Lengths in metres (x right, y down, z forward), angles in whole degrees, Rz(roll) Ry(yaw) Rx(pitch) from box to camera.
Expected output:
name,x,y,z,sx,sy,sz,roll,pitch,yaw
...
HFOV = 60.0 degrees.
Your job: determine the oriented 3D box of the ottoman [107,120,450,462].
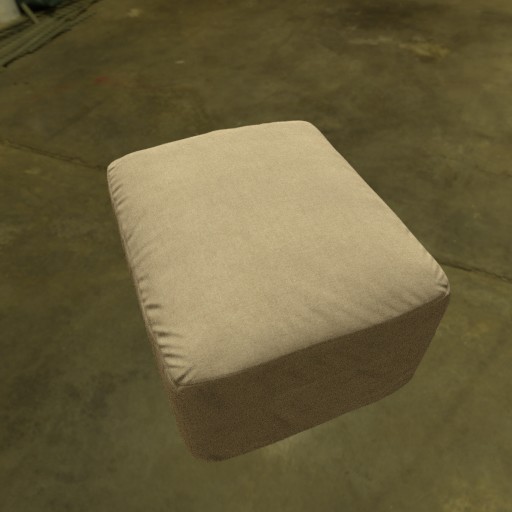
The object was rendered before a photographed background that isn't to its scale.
name,x,y,z,sx,sy,sz,roll,pitch,yaw
ottoman,0.000,0.000,1.249,0.683,0.481,0.837,-16,49,-15
